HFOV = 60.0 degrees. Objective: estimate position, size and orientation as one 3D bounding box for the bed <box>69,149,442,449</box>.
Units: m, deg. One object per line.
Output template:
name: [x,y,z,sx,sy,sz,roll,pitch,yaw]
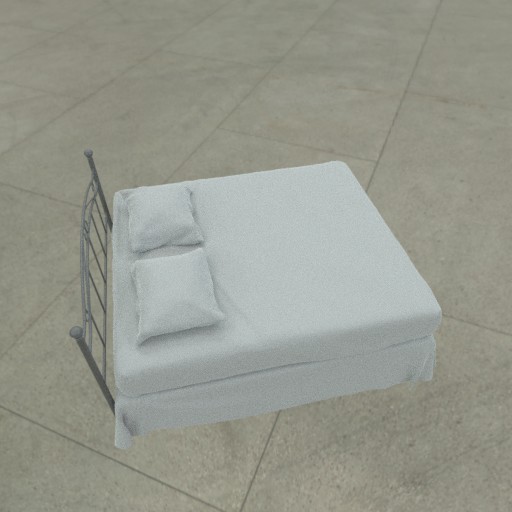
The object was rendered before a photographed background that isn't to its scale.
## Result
bed: [0.000,0.000,3.169,2.215,1.080,1.936,-9,46,-9]
